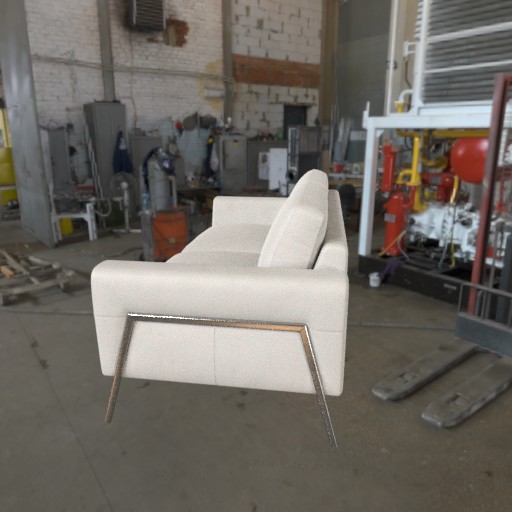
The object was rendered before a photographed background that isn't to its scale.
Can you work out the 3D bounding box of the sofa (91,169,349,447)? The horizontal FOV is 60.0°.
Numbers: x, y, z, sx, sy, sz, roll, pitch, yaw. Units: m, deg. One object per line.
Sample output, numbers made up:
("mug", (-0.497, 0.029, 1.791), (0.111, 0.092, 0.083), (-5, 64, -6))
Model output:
("sofa", (0.000, 0.000, 2.552), (0.953, 0.875, 2.017), (2, 16, 9))
